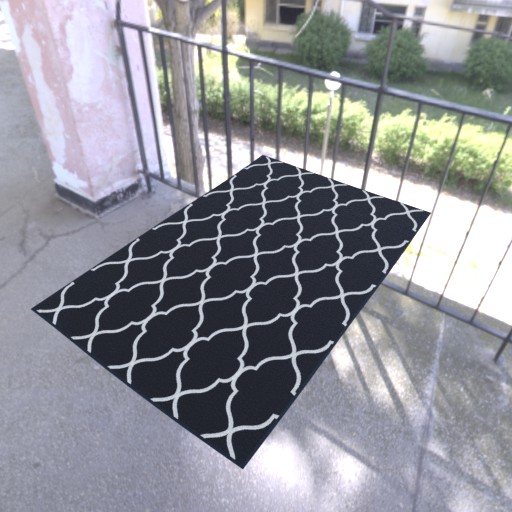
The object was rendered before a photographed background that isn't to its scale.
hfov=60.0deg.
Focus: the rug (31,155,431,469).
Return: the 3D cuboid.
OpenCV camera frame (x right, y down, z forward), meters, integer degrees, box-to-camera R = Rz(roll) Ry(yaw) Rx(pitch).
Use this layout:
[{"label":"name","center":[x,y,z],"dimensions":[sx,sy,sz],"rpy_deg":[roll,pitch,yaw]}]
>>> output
[{"label":"rug","center":[0.000,0.000,2.873],"dimensions":[1.526,0.014,2.290],"rpy_deg":[25,47,26]}]
